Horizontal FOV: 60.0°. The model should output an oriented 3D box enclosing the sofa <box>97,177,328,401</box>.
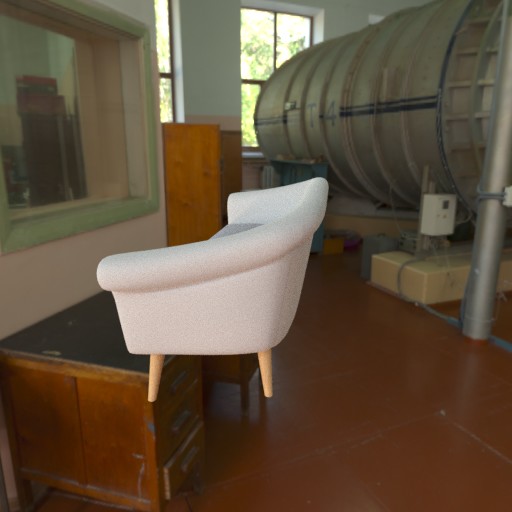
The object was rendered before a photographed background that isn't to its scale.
[{"bbox_3d":[0.000,0.000,2.565,0.827,0.795,2.160,2,15,9],"label":"sofa"}]
